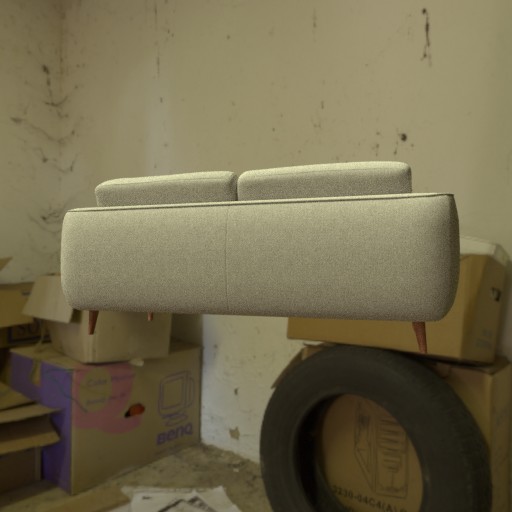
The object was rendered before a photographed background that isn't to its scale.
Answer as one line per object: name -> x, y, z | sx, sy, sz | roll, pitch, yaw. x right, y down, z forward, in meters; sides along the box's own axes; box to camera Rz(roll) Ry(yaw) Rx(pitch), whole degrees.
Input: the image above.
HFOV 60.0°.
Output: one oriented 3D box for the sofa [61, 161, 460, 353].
sofa -> 0.000, 0.000, 2.453 | 2.000, 0.850, 0.920 | 0, -1, 17
